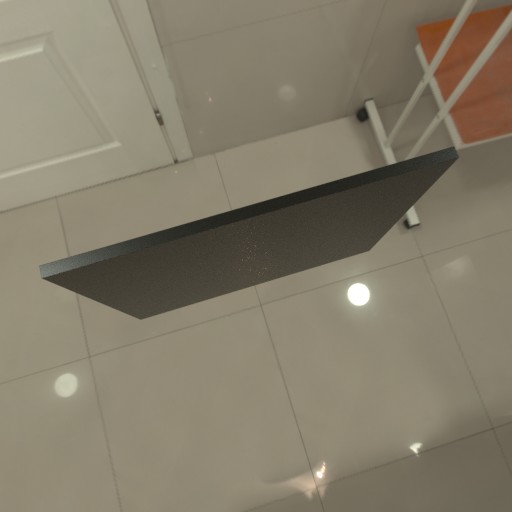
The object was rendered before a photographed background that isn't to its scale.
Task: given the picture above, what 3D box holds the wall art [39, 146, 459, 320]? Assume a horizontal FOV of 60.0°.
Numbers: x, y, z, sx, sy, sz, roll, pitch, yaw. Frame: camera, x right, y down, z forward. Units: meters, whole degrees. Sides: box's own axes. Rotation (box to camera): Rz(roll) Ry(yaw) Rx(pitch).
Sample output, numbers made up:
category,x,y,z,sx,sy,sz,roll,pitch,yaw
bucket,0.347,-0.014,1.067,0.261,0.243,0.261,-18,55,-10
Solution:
category,x,y,z,sx,sy,sz,roll,pitch,yaw
wall art,0.000,0.000,0.550,0.383,0.332,0.012,-17,76,-4
